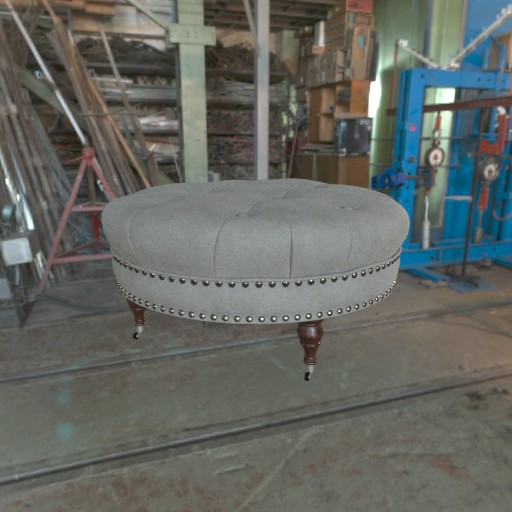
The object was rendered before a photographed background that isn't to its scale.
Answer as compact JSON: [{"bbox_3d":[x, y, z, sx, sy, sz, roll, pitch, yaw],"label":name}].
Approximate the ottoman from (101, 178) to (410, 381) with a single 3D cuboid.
[{"bbox_3d":[0.000,0.000,1.386,0.901,0.439,0.901,0,15,0],"label":"ottoman"}]
